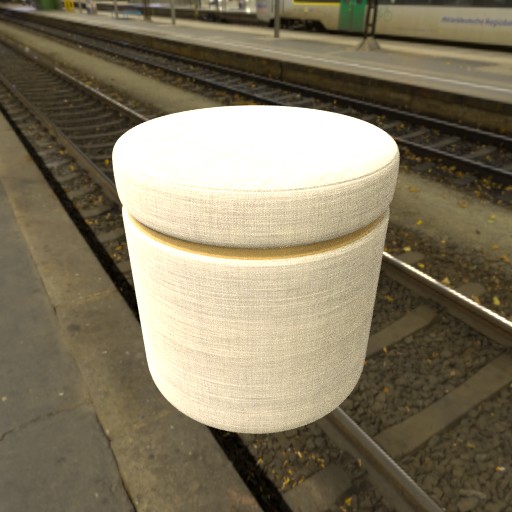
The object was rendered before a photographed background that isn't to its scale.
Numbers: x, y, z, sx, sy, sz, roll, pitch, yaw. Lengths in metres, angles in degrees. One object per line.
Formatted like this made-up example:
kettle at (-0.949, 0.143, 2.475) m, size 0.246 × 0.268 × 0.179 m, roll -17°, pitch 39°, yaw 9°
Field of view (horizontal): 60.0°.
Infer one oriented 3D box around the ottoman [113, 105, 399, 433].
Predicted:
ottoman at (0.000, 0.000, 0.732) m, size 0.400 × 0.406 × 0.400 m, roll 0°, pitch 31°, yaw 0°
